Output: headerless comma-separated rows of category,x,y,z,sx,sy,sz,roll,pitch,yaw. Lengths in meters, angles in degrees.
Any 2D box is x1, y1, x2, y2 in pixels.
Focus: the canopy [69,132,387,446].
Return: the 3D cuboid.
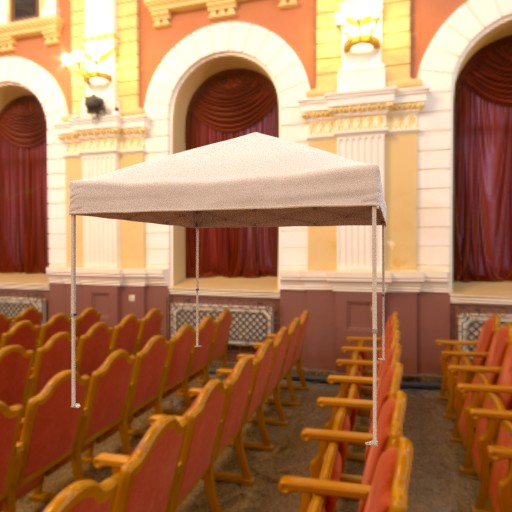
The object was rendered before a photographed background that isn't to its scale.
canopy,0.000,0.000,5.387,2.996,2.997,2.998,0,1,17
